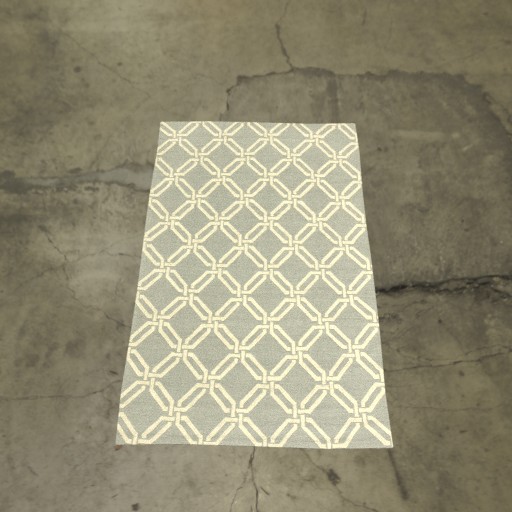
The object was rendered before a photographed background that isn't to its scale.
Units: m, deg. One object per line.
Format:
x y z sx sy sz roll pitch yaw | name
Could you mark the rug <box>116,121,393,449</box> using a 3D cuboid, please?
0.000 0.000 2.200 1.148 0.010 1.754 1 63 0 | rug
